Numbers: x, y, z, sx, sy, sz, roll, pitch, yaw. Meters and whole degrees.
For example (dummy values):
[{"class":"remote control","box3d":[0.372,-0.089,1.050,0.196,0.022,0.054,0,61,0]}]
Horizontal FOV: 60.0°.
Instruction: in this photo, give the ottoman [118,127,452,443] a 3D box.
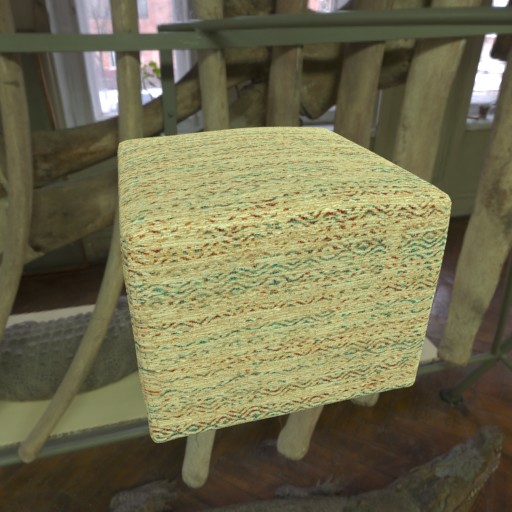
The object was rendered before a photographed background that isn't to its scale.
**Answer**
[{"class":"ottoman","box3d":[0.000,0.000,0.927,0.512,0.453,0.521,-8,29,-14]}]
